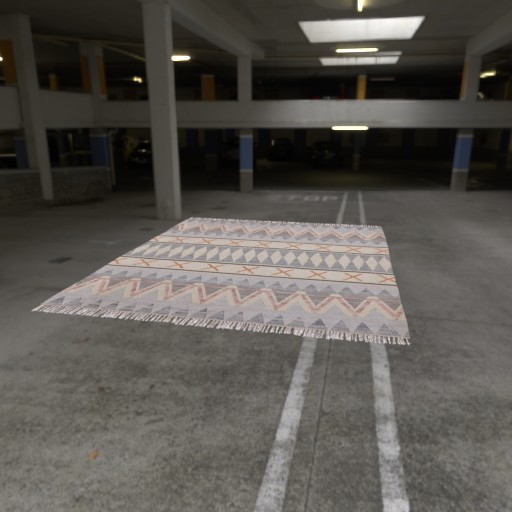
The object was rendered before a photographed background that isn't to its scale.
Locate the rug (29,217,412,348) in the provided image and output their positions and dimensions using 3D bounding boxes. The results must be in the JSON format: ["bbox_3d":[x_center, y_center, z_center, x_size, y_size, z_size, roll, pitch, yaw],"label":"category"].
[{"bbox_3d":[0.000,0.000,3.994,2.371,0.012,3.000,4,17,12],"label":"rug"}]
